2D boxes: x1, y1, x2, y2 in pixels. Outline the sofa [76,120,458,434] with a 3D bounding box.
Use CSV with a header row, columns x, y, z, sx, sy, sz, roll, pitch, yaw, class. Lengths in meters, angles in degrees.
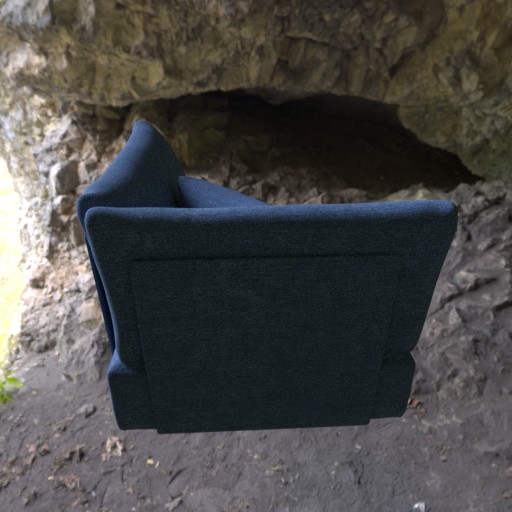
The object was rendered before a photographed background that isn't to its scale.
x,y,z,sx,sy,sz,roll,pitch,yaw,class
0.000,0.000,1.689,1.000,0.820,1.000,-1,30,-3,sofa
